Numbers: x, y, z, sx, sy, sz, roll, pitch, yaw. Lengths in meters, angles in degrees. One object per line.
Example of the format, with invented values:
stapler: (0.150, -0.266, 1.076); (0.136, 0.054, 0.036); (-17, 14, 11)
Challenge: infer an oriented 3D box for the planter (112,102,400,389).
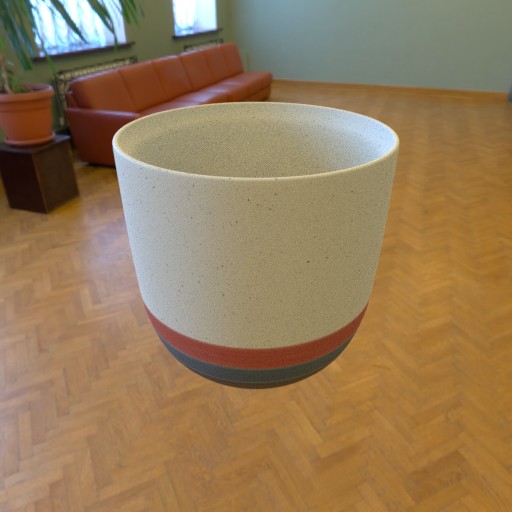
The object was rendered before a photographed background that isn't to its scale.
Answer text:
planter: (0.000, 0.000, 0.379); (0.204, 0.214, 0.204); (0, 30, 0)
